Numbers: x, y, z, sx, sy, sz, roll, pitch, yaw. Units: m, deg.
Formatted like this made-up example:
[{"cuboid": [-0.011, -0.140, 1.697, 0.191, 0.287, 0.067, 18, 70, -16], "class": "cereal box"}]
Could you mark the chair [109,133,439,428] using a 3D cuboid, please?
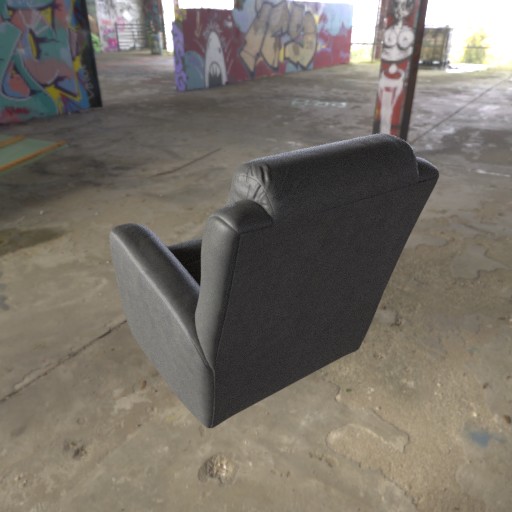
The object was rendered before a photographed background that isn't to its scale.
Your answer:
[{"cuboid": [0.000, 0.000, 1.900, 0.967, 1.116, 1.068, -18, 33, -30], "class": "chair"}]
